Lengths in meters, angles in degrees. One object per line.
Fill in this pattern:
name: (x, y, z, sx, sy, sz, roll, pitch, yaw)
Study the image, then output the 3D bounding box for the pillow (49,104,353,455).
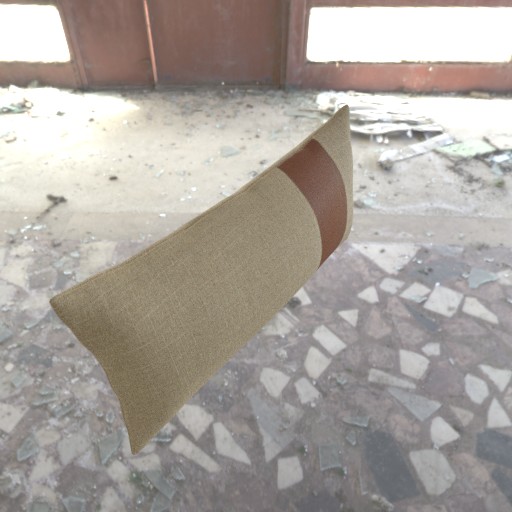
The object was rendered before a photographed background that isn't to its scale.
pillow: (0.000, 0.000, 0.706, 0.155, 0.282, 0.612, 27, 48, 27)
